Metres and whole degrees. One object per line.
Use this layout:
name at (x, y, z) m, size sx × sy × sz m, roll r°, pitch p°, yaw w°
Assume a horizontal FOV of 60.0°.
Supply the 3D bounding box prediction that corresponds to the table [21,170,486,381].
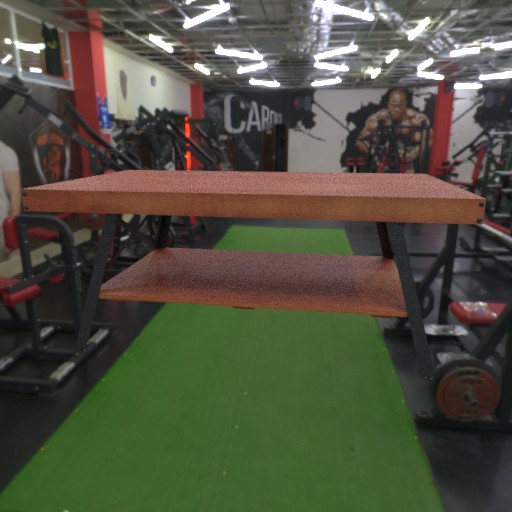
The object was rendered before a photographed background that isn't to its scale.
table at (0.000, 0.000, 1.352) m, size 1.067 × 0.457 × 0.610 m, roll 2°, pitch 16°, yaw 9°
